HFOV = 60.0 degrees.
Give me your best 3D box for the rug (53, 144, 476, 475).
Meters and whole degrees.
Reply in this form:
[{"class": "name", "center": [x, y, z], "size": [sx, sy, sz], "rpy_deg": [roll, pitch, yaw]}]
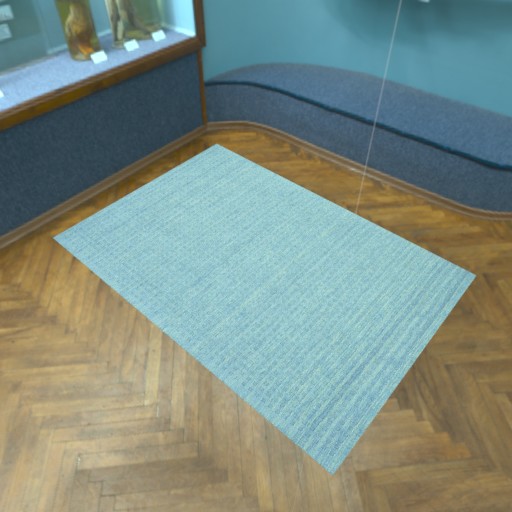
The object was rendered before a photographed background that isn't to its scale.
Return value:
[{"class": "rug", "center": [0.000, 0.000, 3.653], "size": [2.895, 0.006, 1.982], "rpy_deg": [32, 54, 27]}]
